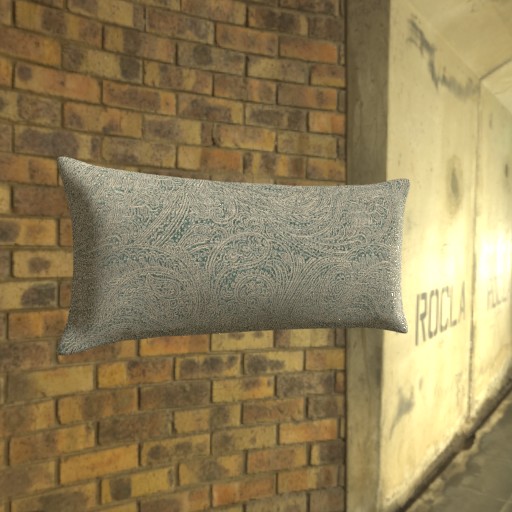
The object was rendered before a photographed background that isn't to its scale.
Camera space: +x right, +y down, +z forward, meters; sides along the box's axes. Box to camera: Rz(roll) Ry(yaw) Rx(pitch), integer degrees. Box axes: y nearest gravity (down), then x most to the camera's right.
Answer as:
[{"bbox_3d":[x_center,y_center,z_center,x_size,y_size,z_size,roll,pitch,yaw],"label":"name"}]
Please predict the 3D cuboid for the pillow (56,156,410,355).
[{"bbox_3d":[0.000,0.000,0.746,0.615,0.295,0.151,0,-1,-18],"label":"pillow"}]
